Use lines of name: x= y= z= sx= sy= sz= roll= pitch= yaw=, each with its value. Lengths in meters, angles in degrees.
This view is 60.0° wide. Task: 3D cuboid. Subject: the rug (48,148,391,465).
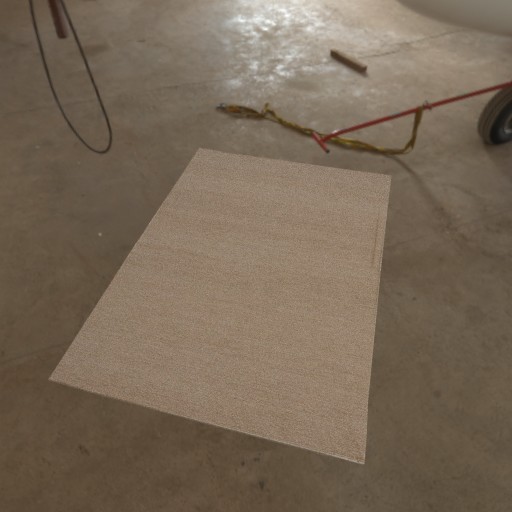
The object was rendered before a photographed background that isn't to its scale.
rug: x=0.000 y=0.000 z=3.643 sx=2.032 sy=0.038 sz=2.869 roll=11 pitch=47 yaw=10
